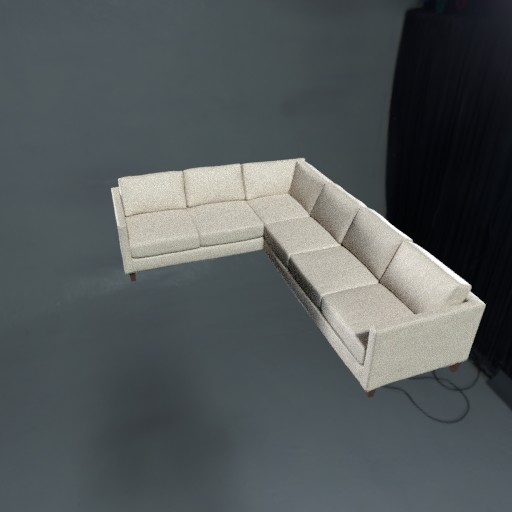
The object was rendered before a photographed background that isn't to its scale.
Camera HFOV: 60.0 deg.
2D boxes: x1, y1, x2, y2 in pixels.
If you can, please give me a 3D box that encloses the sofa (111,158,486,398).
[{"bbox_3d":[0.000,0.000,4.261,2.432,0.863,3.182,-10,33,-17],"label":"sofa"}]
